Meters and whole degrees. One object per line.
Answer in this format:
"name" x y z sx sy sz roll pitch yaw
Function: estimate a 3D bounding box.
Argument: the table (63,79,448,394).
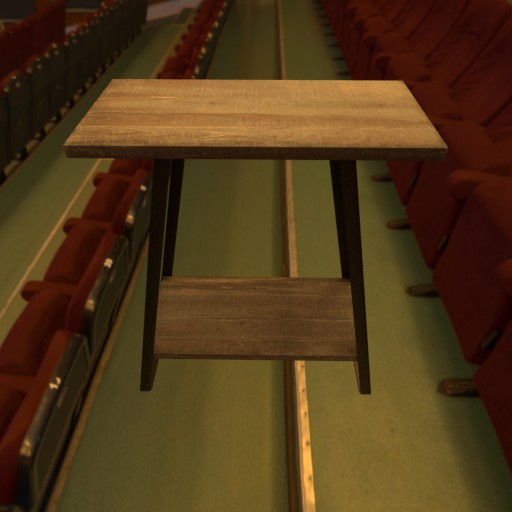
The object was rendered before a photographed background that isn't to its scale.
"table" 0.000 0.000 1.028 0.599 0.701 0.300 1 40 1
